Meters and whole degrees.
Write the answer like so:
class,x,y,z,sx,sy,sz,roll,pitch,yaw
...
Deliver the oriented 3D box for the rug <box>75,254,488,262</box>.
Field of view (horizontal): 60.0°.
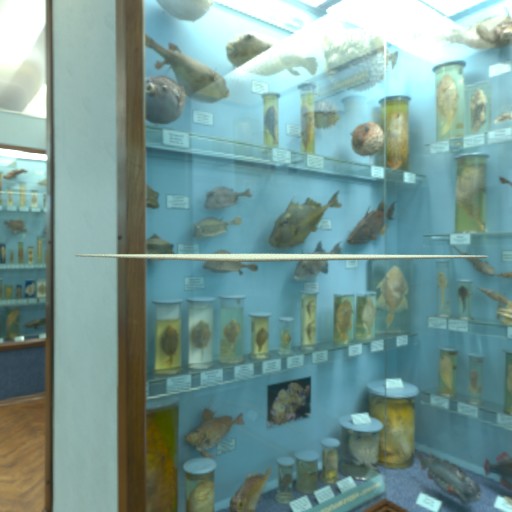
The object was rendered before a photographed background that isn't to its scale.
class,x,y,z,sx,sy,sz,roll,pitch,yaw
rug,0.000,0.000,4.093,2.462,0.018,3.039,0,1,-36
